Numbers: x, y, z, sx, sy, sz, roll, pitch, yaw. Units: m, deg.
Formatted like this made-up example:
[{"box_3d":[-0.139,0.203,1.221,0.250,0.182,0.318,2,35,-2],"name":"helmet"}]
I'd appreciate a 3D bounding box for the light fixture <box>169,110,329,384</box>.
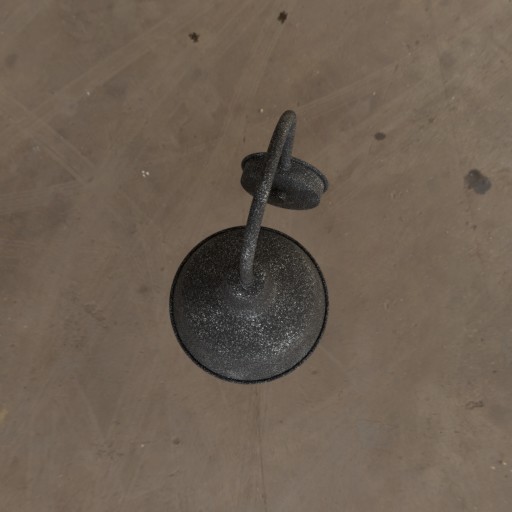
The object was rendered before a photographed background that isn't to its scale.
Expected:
[{"box_3d":[0.000,0.000,0.488,0.216,0.300,0.283,16,76,4],"name":"light fixture"}]
